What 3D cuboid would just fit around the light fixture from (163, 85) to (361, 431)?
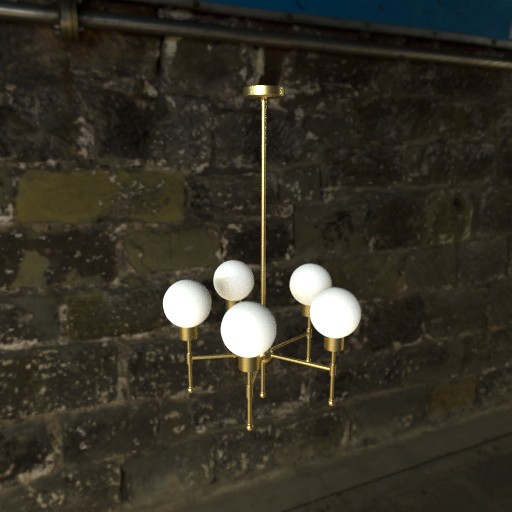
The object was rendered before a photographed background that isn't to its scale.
[{"bbox_3d":[0.000,0.000,1.865,0.785,1.331,0.815,-2,14,-8],"label":"light fixture"}]
